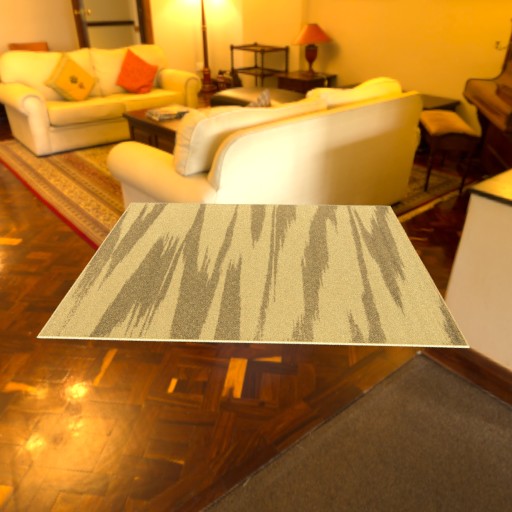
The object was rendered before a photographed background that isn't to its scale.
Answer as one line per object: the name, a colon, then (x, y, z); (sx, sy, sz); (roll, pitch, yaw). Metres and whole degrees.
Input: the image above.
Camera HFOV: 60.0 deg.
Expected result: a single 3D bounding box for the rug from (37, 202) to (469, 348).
rug: (0.000, 0.000, 4.017); (2.945, 0.014, 2.353); (1, 30, 2)
